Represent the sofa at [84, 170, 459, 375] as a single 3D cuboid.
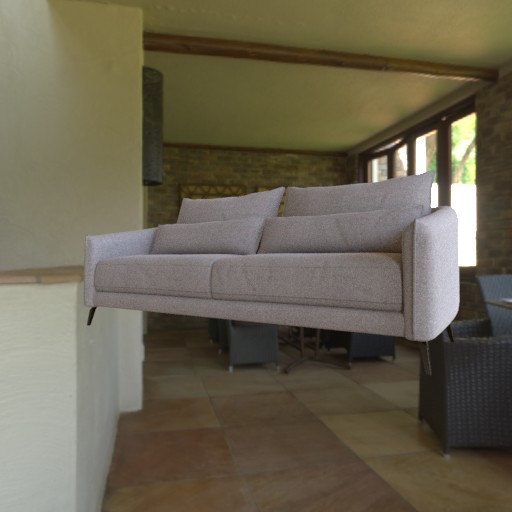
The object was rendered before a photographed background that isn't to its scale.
[{"bbox_3d":[0.000,0.000,2.396,2.022,0.833,0.809,0,-1,35],"label":"sofa"}]
